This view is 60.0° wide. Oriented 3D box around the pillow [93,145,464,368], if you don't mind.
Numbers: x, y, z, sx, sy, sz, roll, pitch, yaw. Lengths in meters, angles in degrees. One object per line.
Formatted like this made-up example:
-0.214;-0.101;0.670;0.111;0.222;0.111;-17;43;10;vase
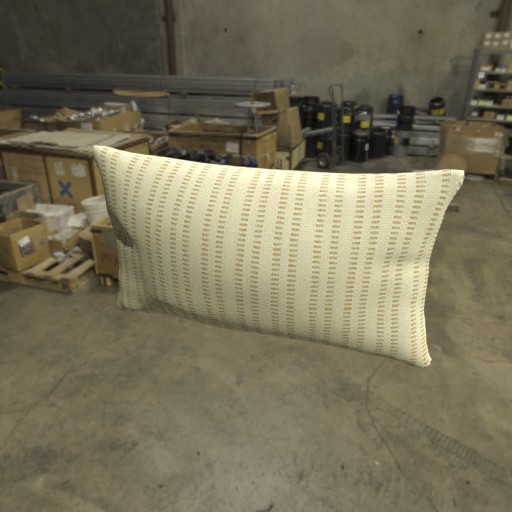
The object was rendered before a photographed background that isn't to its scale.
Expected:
0.000;0.000;0.790;0.640;0.353;0.210;8;26;16;pillow
